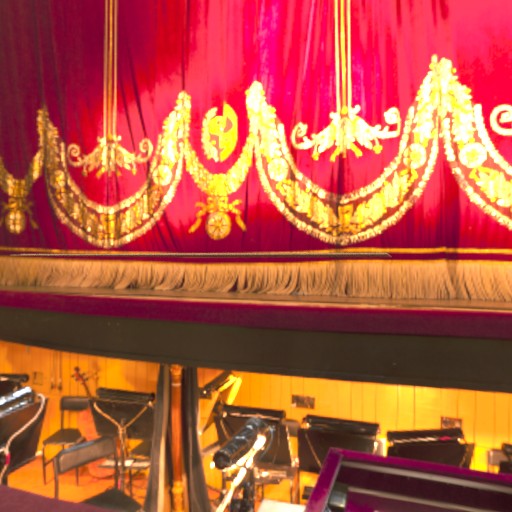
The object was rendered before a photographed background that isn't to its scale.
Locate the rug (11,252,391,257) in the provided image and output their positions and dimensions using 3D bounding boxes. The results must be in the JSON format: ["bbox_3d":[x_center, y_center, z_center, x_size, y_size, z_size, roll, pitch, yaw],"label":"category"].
[{"bbox_3d":[0.000,0.000,1.975,1.146,0.006,1.556,0,0,17],"label":"rug"}]
